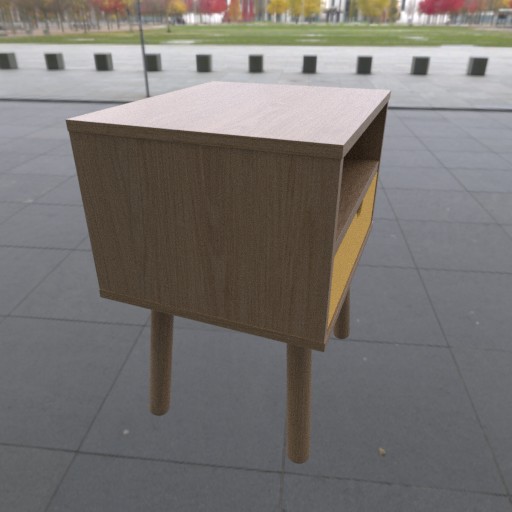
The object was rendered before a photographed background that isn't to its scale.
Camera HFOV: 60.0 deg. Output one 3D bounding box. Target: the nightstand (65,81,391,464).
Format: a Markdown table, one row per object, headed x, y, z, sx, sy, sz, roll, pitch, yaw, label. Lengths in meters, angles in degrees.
| x | y | z | sx | sy | sz | roll | pitch | yaw | label |
| --- | --- | --- | --- | --- | --- | --- | --- | --- | --- |
| 0.000 | 0.000 | 0.860 | 0.380 | 0.571 | 0.450 | 10 | 30 | 19 | nightstand |
